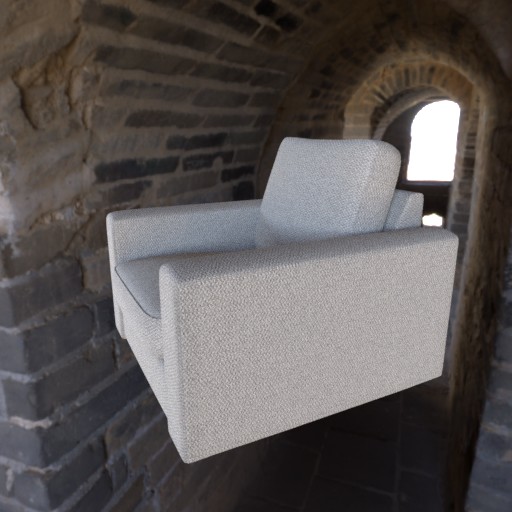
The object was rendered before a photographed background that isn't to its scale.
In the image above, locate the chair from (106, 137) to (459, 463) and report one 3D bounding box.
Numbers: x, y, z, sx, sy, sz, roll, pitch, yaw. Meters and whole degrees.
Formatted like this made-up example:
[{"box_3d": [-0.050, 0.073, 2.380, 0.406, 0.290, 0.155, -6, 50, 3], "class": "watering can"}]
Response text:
[{"box_3d": [0.000, 0.000, 1.706, 1.016, 0.873, 1.005, -8, 18, -26], "class": "chair"}]
